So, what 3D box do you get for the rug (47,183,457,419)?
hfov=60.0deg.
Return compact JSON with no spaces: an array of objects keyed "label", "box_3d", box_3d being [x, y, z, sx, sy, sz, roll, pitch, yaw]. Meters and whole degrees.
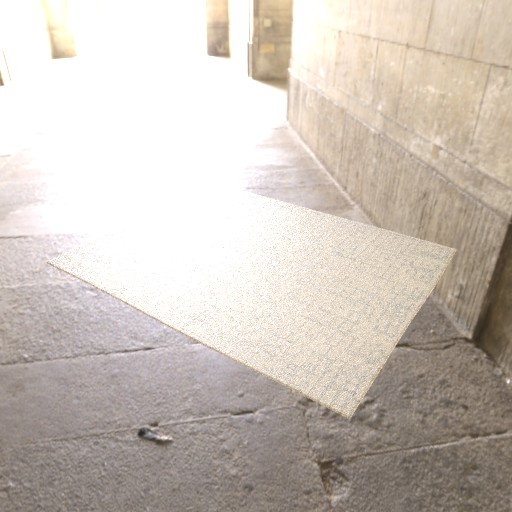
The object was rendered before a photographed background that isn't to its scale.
[{"label":"rug","box_3d":[0.000,0.000,4.197,3.061,0.014,2.447,20,36,30]}]
